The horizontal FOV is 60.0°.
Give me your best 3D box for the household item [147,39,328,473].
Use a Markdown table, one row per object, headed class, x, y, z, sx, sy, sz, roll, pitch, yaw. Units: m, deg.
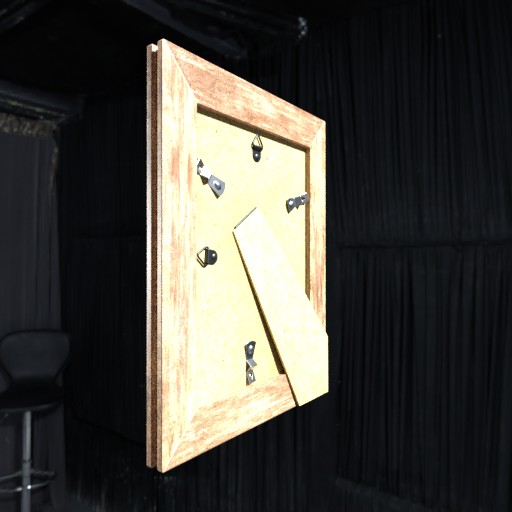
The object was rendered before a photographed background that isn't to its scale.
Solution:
| class | x | y | z | sx | sy | sz | roll | pitch | yaw |
| --- | --- | --- | --- | --- | --- | --- | --- | --- | --- |
| household item | 0.000 | 0.000 | 0.319 | 0.018 | 0.237 | 0.186 | 0 | 0 | 37 |
